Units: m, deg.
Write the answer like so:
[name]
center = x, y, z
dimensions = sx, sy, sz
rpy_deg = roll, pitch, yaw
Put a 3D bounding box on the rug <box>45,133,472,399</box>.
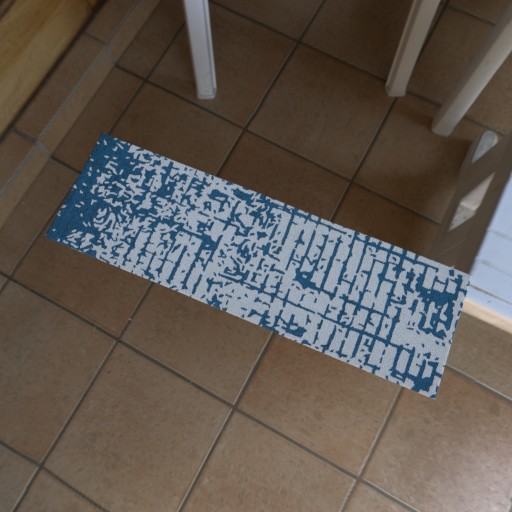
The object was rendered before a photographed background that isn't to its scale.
[rug]
center = 0.000, 0.000, 2.630
dimensions = 2.435, 0.011, 0.750
rpy_deg = 22, 77, 5
